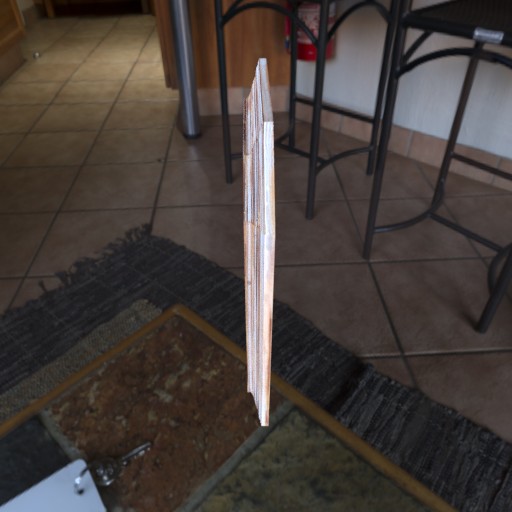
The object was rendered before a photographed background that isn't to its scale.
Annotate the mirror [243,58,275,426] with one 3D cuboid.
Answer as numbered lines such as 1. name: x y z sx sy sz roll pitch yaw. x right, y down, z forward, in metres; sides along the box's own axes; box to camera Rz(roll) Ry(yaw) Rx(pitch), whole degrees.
1. mirror: 0.000 0.000 1.330 0.061 1.015 0.709 -1 41 -1
